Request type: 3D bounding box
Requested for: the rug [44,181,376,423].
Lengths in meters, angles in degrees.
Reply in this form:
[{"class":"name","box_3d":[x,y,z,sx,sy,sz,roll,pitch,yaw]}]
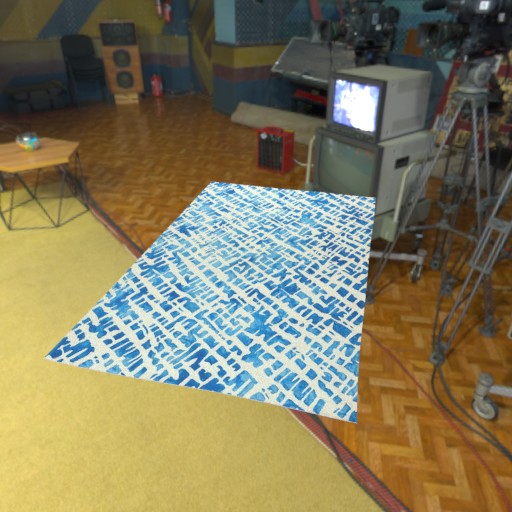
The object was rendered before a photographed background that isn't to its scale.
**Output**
[{"class":"rug","box_3d":[0.000,0.000,3.028,1.520,0.011,2.447,8,32,13]}]
